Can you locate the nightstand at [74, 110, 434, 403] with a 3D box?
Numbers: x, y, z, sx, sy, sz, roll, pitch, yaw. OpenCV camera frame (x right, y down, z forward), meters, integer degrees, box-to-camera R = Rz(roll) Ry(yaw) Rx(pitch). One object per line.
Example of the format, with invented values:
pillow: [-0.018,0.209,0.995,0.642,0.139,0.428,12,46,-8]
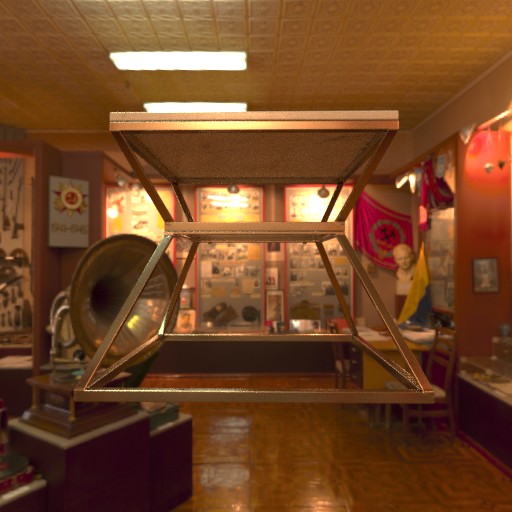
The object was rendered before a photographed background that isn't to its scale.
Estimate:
nightstand: [0.000,0.000,0.891,0.514,0.426,0.513,0,-1,1]
